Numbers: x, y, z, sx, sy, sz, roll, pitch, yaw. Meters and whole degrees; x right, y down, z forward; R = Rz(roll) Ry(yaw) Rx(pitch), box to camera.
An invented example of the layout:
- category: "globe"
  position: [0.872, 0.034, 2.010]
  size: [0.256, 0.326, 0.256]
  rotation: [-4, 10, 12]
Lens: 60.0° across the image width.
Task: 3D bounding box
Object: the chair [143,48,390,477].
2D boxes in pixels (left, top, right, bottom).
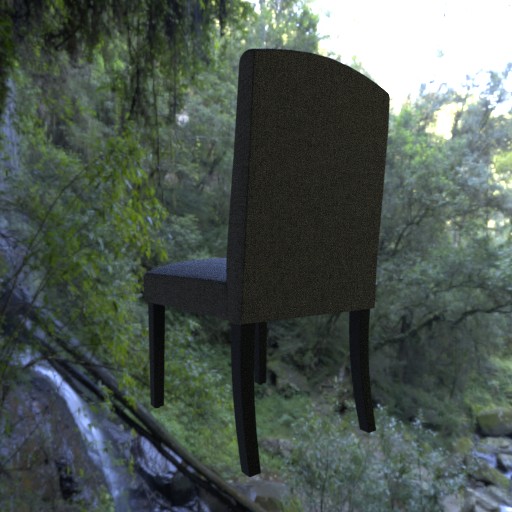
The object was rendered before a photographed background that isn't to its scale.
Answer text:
- category: "chair"
  position: [0.000, 0.000, 1.247]
  size: [0.451, 0.917, 0.580]
  rotation: [-1, 1, -36]
